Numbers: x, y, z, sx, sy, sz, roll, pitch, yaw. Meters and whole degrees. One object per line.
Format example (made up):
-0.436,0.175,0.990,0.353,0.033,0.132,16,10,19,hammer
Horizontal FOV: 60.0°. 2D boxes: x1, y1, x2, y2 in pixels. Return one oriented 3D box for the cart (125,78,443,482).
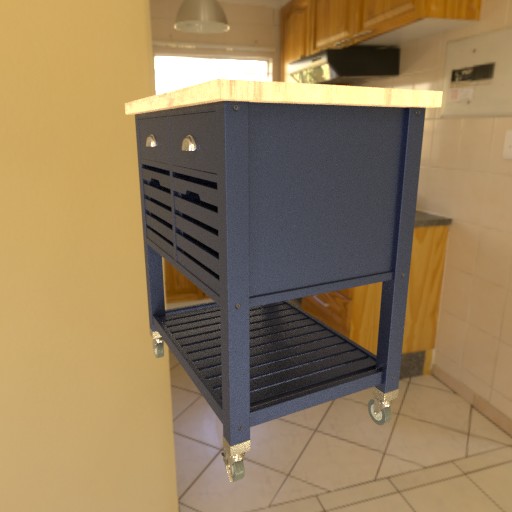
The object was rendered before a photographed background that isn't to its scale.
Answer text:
0.000,0.000,1.371,0.567,0.920,0.797,-8,17,-26,cart
